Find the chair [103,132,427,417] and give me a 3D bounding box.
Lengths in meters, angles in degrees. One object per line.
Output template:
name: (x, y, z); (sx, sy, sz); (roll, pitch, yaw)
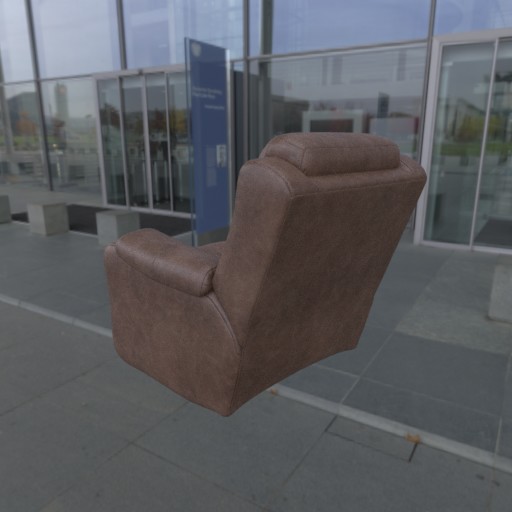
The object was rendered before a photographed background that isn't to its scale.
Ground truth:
chair: (0.000, 0.000, 1.852); (0.940, 0.990, 1.067); (-14, 20, -41)
